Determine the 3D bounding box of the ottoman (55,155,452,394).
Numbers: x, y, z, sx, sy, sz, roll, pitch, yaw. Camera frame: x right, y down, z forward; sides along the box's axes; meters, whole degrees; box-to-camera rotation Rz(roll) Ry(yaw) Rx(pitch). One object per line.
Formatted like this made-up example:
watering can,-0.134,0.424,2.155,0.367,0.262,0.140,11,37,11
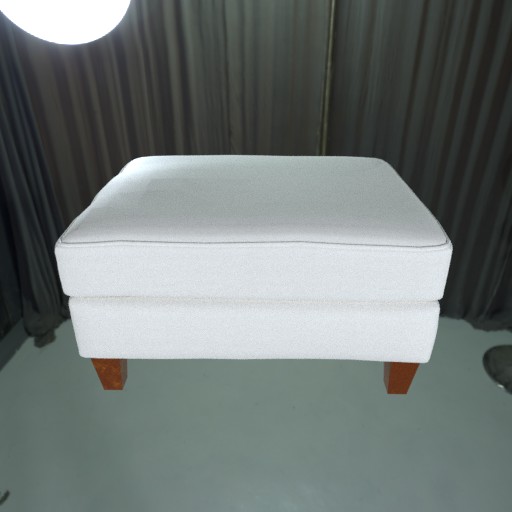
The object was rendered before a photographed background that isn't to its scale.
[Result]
ottoman,0.000,0.000,1.220,0.818,0.479,0.634,1,29,1
